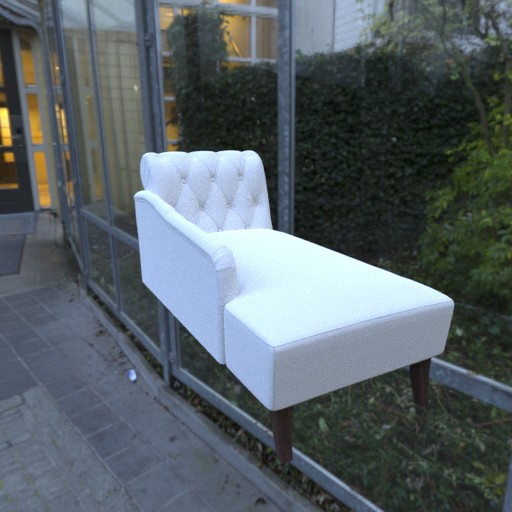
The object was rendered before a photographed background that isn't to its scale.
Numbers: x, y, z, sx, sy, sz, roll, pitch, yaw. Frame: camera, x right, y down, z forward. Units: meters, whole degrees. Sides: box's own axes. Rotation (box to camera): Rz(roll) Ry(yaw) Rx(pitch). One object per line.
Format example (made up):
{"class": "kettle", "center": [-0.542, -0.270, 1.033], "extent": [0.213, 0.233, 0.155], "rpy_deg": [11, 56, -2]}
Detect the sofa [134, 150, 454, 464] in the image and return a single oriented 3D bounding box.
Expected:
{"class": "sofa", "center": [0.000, 0.000, 1.795], "extent": [0.675, 0.787, 1.379], "rpy_deg": [-8, 18, -28]}
